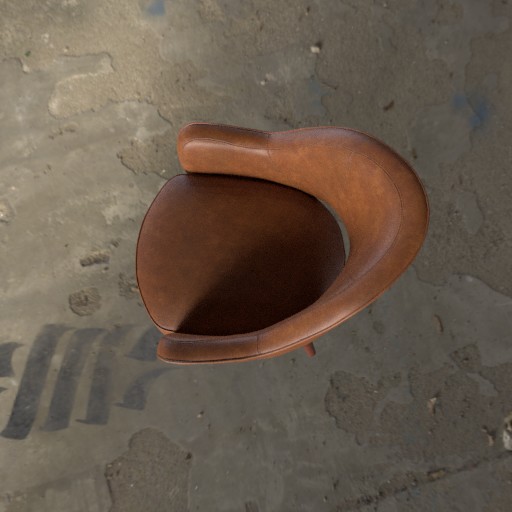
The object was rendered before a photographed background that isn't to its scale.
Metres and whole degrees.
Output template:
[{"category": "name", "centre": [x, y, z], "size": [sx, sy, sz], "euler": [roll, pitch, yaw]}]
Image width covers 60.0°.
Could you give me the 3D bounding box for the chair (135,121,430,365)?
[{"category": "chair", "centre": [0.000, 0.000, 1.190], "size": [0.640, 0.777, 0.591], "euler": [3, 75, 1]}]
